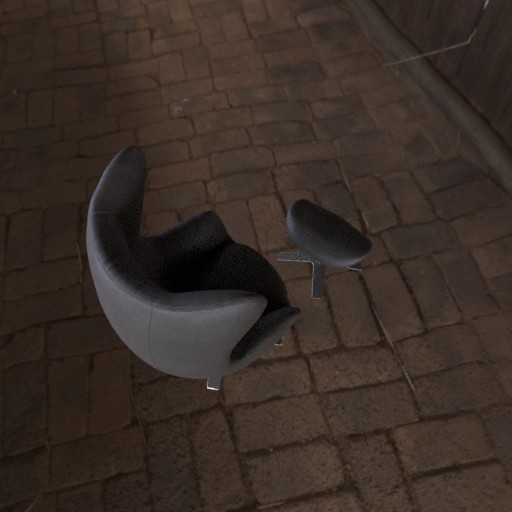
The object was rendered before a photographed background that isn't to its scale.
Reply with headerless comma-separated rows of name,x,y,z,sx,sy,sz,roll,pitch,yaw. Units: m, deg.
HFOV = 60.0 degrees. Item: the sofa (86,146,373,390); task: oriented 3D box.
sofa,0.000,0.000,2.138,1.444,1.135,0.894,-32,62,-19
